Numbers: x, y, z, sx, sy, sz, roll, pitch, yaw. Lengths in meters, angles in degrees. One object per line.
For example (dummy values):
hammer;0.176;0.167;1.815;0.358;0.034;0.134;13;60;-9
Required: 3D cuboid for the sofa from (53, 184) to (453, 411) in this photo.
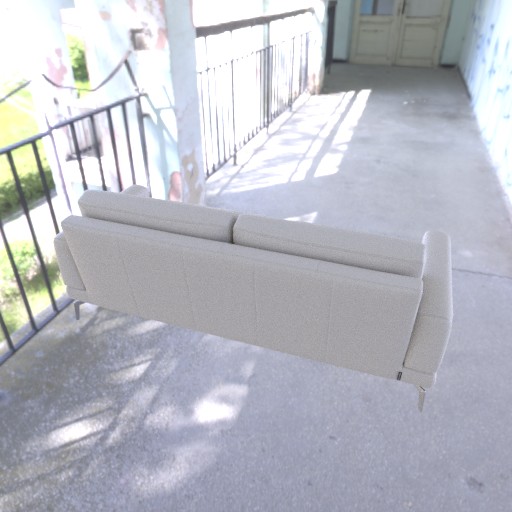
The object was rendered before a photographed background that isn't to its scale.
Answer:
sofa;0.000;0.000;2.387;1.940;0.765;0.974;11;34;17
